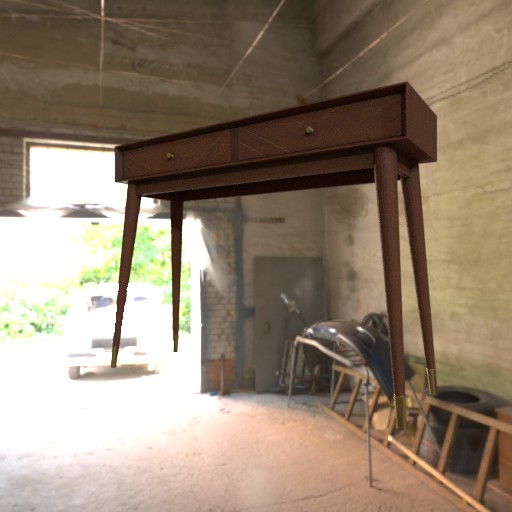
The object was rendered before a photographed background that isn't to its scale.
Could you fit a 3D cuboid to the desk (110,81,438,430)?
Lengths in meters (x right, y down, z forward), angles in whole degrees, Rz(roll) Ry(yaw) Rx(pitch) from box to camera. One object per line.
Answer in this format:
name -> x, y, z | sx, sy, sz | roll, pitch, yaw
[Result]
desk -> 0.000, 0.000, 1.649 | 1.204, 0.917, 0.384 | 0, -1, 34
